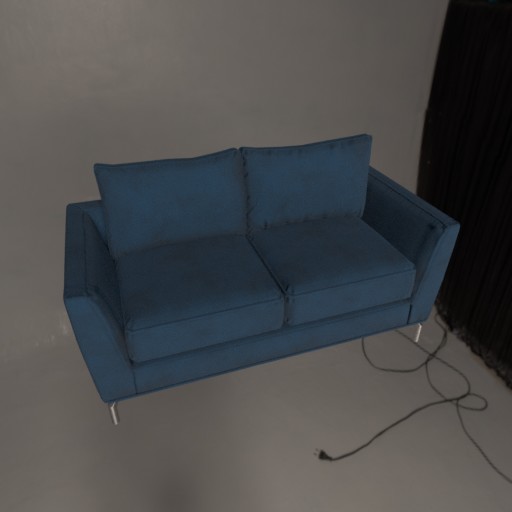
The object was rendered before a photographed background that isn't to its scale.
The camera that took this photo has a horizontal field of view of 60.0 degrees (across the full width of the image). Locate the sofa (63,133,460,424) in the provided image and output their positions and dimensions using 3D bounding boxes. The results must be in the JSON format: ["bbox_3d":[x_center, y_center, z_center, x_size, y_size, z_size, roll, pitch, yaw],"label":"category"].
[{"bbox_3d":[0.000,0.000,2.307,1.770,1.002,0.853,-11,34,-16],"label":"sofa"}]
